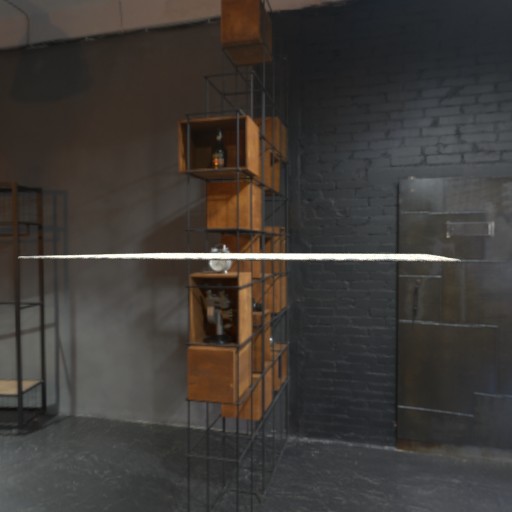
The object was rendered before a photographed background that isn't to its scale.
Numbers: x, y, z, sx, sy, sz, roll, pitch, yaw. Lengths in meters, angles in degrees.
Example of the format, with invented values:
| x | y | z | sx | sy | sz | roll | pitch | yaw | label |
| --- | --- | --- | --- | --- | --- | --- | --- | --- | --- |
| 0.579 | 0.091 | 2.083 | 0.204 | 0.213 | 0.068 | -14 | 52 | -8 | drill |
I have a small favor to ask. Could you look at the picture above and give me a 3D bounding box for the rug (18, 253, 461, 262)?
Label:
| x | y | z | sx | sy | sz | roll | pitch | yaw | label |
| --- | --- | --- | --- | --- | --- | --- | --- | --- | --- |
| 0.000 | 0.000 | 2.938 | 2.261 | 0.013 | 1.676 | 0 | 1 | 16 | rug |
